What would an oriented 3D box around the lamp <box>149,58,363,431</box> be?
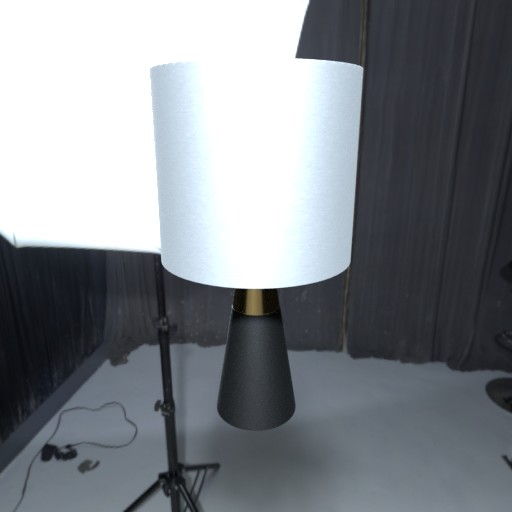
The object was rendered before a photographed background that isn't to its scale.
[{"bbox_3d":[0.000,0.000,0.736,0.308,0.580,0.308,3,18,9],"label":"lamp"}]
